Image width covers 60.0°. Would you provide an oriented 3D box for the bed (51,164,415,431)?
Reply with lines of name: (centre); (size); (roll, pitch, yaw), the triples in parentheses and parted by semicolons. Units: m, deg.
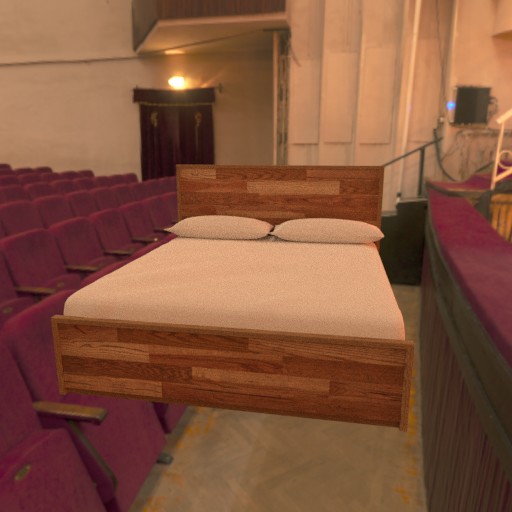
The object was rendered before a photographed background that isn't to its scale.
bed: (0.000, 0.000, 3.394); (2.013, 1.295, 2.184); (2, 14, 10)
